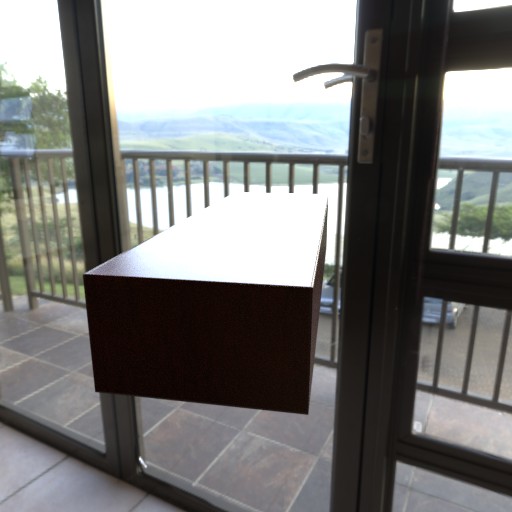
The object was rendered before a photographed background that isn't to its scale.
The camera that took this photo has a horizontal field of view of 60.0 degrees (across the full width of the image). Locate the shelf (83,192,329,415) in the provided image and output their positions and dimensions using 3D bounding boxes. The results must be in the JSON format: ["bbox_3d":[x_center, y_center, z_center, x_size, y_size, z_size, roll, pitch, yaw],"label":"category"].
[{"bbox_3d":[0.000,0.000,0.511,0.152,0.088,0.457,3,15,10],"label":"shelf"}]
